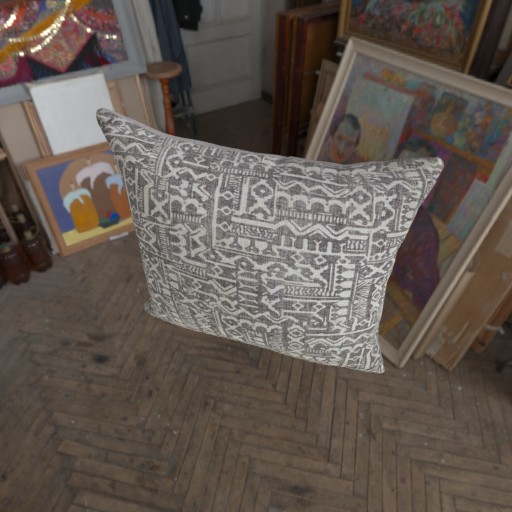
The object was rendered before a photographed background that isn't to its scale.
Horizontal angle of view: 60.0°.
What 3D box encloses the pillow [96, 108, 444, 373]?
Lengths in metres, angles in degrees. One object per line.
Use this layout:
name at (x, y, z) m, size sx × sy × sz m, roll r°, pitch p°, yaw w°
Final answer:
pillow at (0.000, 0.000, 0.807) m, size 0.546 × 0.487 × 0.180 m, roll 13°, pitch 43°, yaw 14°
